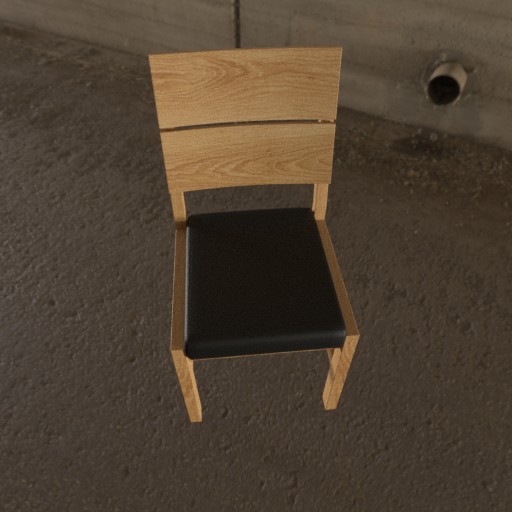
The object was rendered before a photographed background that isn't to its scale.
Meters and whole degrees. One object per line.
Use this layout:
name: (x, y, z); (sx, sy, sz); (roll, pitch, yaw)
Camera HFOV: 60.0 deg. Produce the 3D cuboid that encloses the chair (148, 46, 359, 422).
chair: (0.000, 0.000, 1.272); (0.475, 0.950, 0.569); (-4, 48, -4)
